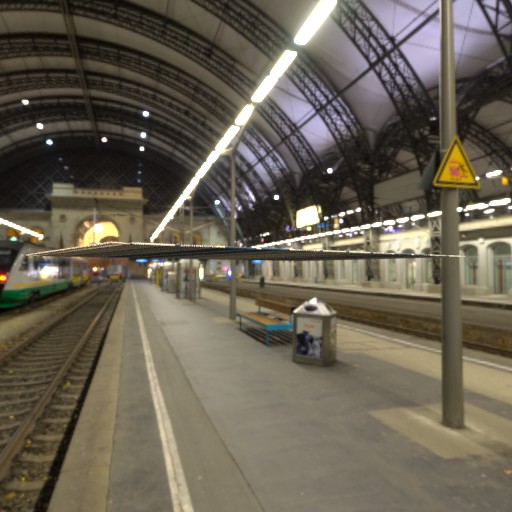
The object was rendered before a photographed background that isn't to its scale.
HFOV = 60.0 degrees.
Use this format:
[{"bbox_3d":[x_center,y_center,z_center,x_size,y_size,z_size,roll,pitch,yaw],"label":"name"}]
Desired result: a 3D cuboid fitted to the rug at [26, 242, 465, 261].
[{"bbox_3d":[0.000,0.000,2.889,2.441,0.010,1.532,1,-2,-37],"label":"rug"}]
